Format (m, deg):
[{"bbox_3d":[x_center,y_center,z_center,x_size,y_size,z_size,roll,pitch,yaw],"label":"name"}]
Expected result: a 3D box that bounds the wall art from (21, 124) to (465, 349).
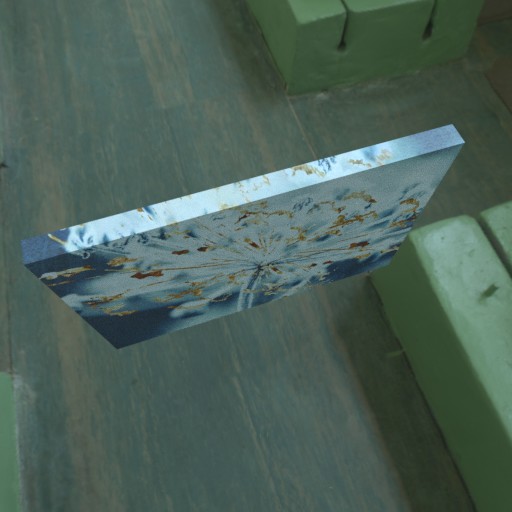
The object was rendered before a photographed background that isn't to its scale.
[{"bbox_3d":[0.000,0.000,0.771,0.607,0.405,0.036,-16,65,-8],"label":"wall art"}]
